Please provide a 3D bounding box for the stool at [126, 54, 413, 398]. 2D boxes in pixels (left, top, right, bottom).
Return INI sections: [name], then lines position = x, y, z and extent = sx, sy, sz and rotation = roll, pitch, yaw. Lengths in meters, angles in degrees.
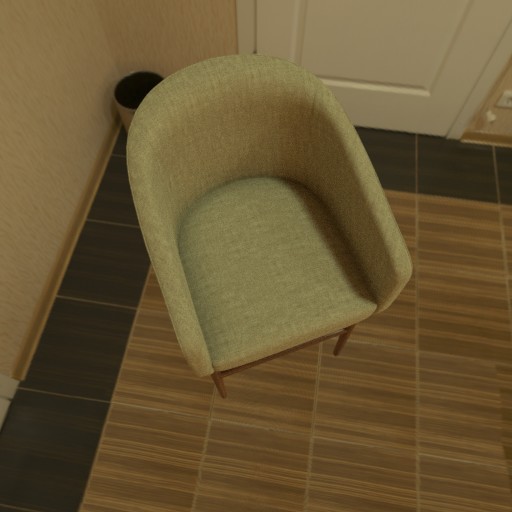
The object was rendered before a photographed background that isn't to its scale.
[stool]
position = 0.000, 0.000, 1.359
extent = 0.559, 0.952, 0.635
rotation = -18, 65, -9
